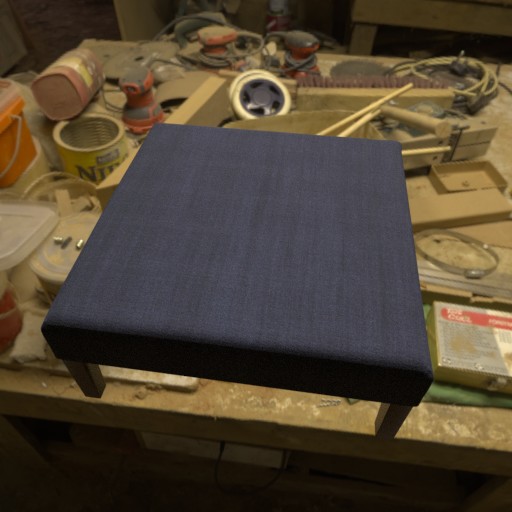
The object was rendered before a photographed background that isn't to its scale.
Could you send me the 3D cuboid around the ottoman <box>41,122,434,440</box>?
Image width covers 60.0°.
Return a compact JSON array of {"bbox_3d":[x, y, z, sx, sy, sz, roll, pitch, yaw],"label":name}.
[{"bbox_3d":[0.000,0.000,1.379,0.889,0.411,0.890,6,48,6],"label":"ottoman"}]
